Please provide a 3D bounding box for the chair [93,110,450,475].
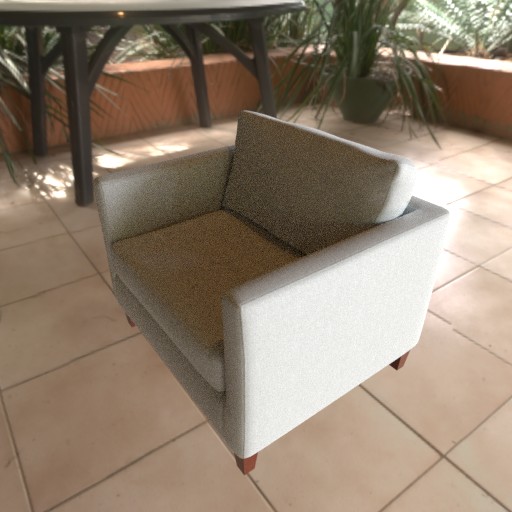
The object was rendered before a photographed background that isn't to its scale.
[{"bbox_3d":[0.000,0.000,1.829,0.953,0.961,1.107,-21,38,-30],"label":"chair"}]
